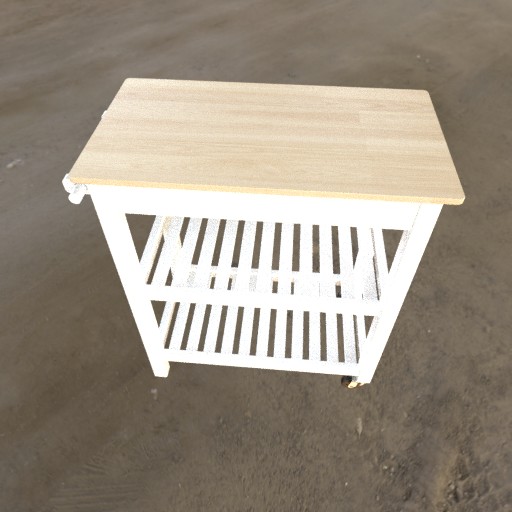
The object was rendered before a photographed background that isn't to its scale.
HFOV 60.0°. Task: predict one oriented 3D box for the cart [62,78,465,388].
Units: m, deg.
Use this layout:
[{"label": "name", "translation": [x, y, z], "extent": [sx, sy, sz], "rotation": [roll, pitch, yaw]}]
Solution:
[{"label": "cart", "translation": [0.000, 0.000, 1.422], "extent": [0.899, 0.927, 0.457], "rotation": [4, 48, 3]}]
